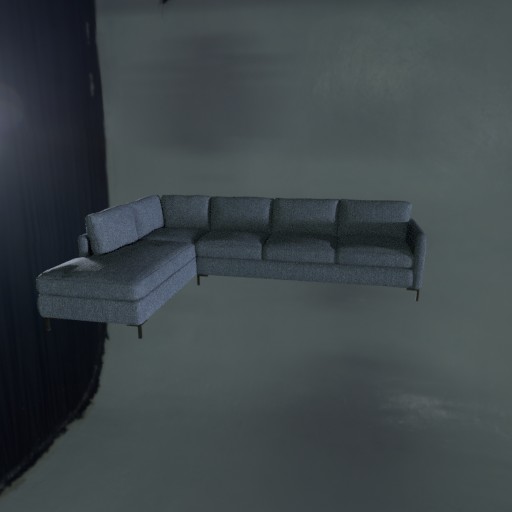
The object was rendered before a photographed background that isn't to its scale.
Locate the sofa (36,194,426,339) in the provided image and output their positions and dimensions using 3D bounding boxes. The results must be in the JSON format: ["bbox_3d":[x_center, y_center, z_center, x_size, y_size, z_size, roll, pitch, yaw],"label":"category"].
[{"bbox_3d":[0.000,0.000,3.908,2.949,0.815,2.007,3,16,11],"label":"sofa"}]
